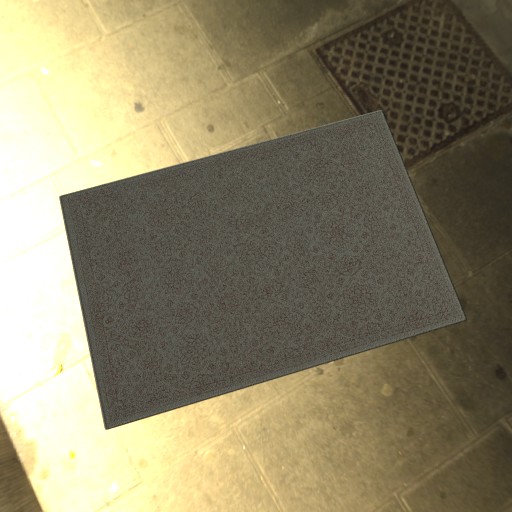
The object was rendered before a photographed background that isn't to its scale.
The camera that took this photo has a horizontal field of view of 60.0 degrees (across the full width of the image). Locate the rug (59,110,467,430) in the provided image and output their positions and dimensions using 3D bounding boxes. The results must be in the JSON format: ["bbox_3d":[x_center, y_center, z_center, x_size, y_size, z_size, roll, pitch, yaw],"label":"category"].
[{"bbox_3d":[0.000,0.000,2.275,1.829,0.010,1.219,-16,77,-4],"label":"rug"}]
